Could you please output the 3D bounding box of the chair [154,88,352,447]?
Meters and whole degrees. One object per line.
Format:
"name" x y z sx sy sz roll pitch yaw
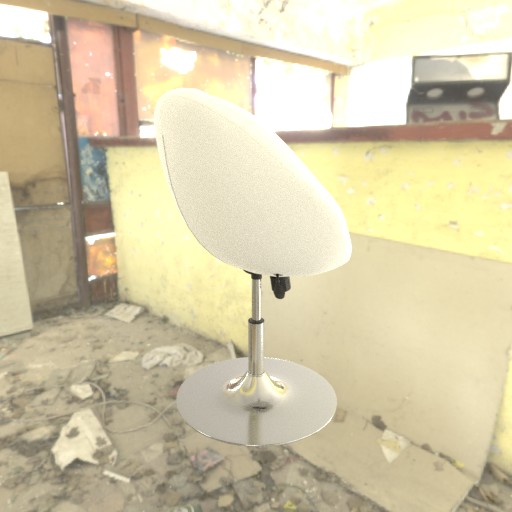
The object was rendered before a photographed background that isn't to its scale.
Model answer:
"chair" 0.000 0.000 1.821 0.736 1.261 0.940 -6 15 -25
